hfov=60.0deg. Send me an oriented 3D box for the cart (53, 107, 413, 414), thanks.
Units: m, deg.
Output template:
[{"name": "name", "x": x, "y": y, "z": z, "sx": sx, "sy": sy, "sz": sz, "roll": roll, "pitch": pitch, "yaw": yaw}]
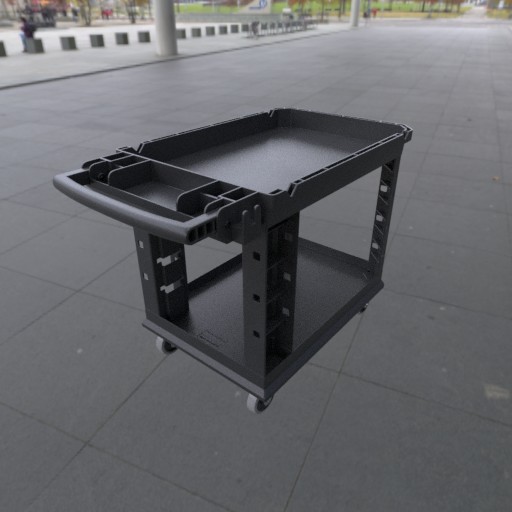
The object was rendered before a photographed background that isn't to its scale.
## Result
[{"name": "cart", "x": 0.000, "y": 0.000, "z": 1.752, "sx": 0.674, "sy": 0.884, "sz": 1.239, "roll": 22, "pitch": 36, "yaw": 33}]
